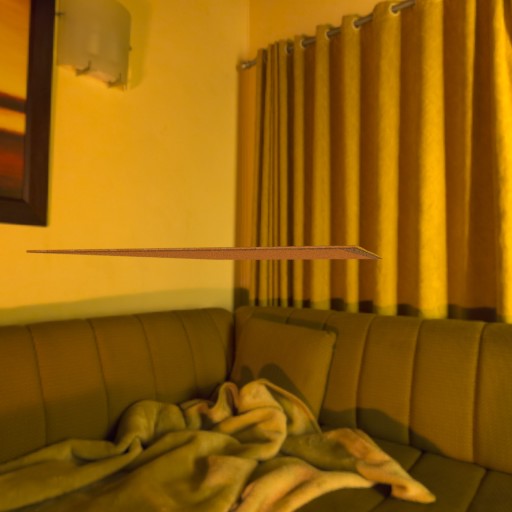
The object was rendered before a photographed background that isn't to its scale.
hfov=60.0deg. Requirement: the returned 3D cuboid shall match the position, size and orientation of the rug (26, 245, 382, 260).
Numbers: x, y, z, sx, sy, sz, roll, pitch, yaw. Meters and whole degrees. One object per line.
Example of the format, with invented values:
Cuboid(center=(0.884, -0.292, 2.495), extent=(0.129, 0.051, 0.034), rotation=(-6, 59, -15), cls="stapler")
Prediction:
Cuboid(center=(0.000, 0.000, 2.327), extent=(1.213, 0.010, 1.829), rotation=(0, -1, 18), cls="rug")
